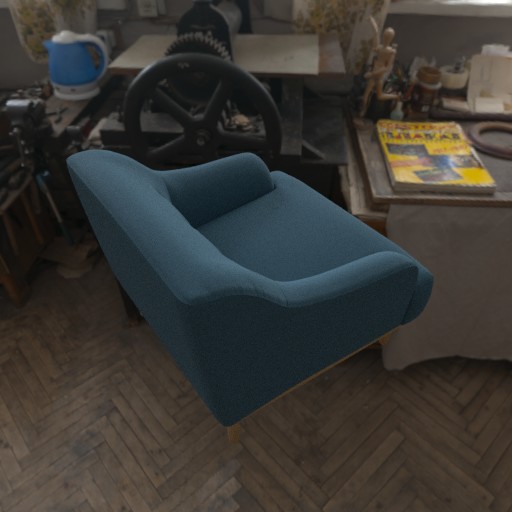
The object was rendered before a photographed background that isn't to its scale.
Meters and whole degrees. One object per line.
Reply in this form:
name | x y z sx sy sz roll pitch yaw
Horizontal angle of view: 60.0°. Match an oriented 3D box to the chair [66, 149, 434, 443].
chair | 0.000 0.000 1.636 0.951 0.818 0.946 -26 48 -26
